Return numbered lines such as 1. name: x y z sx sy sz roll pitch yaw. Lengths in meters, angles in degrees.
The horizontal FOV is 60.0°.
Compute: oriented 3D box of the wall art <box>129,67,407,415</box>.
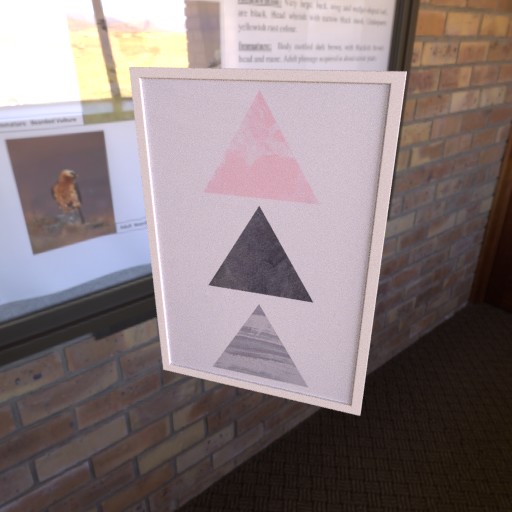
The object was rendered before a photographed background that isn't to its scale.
1. wall art: 0.000 0.000 0.843 0.456 0.656 0.013 8 27 17
